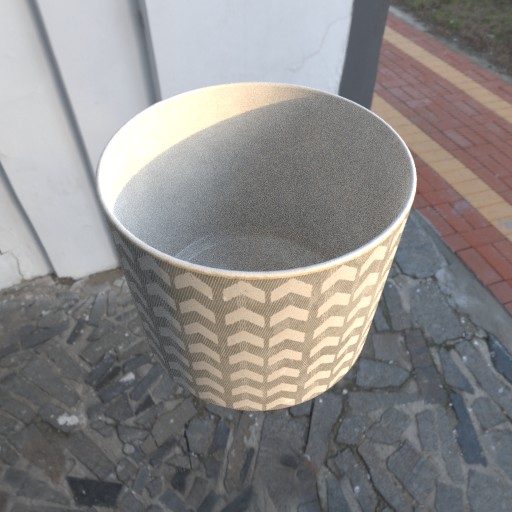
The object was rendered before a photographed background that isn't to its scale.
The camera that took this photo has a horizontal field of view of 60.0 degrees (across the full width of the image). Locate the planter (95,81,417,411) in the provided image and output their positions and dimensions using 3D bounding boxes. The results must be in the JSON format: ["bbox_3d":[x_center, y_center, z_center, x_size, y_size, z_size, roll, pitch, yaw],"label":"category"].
[{"bbox_3d":[0.000,0.000,0.336,0.190,0.181,0.190,0,48,0],"label":"planter"}]
